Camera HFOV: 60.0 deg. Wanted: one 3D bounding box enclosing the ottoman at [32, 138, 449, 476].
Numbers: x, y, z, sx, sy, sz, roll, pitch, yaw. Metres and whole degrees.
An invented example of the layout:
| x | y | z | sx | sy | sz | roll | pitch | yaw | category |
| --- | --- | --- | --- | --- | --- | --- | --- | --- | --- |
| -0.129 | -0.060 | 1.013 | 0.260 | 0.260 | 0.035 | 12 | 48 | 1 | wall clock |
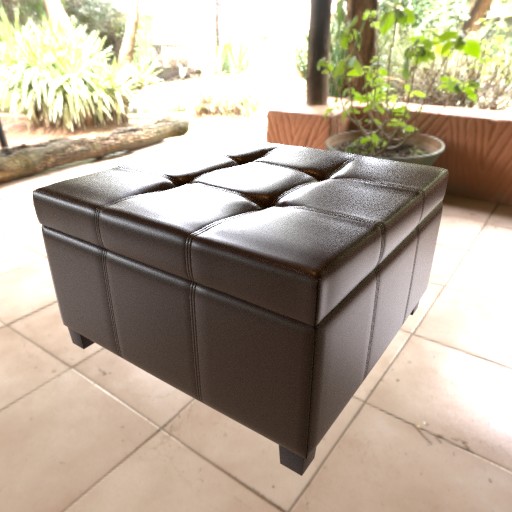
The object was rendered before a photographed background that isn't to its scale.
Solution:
| x | y | z | sx | sy | sz | roll | pitch | yaw | category |
| --- | --- | --- | --- | --- | --- | --- | --- | --- | --- |
| 0.000 | 0.000 | 1.234 | 0.787 | 0.460 | 0.788 | 17 | 31 | 31 | ottoman |
